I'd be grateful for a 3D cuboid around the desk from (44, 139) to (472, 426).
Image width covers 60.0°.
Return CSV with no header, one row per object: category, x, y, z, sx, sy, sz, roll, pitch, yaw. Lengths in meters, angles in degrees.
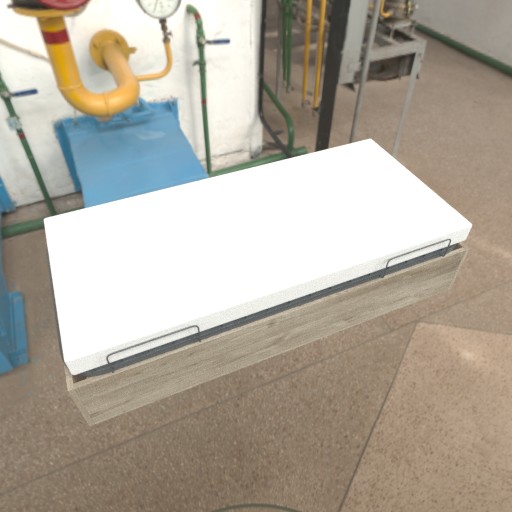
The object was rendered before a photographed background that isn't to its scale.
desk,0.000,0.000,2.242,1.900,0.455,0.900,-17,47,-16
